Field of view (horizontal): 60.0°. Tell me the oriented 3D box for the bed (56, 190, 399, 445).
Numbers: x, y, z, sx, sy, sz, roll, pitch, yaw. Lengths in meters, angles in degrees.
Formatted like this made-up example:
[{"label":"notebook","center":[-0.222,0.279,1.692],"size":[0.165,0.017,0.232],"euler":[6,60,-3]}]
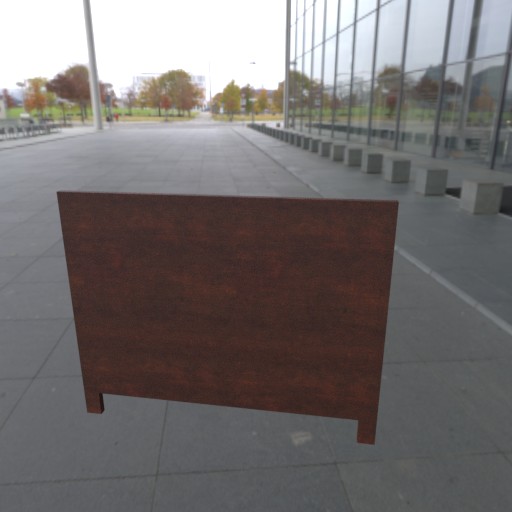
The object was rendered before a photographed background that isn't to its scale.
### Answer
[{"label":"bed","center":[0.000,0.000,3.243],"size":[1.600,1.270,2.184],"euler":[3,18,9]}]
